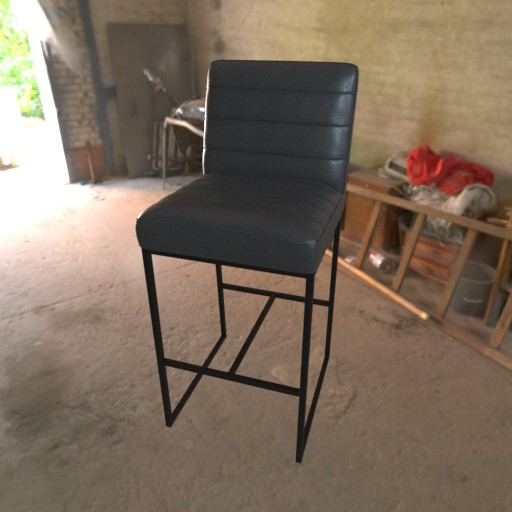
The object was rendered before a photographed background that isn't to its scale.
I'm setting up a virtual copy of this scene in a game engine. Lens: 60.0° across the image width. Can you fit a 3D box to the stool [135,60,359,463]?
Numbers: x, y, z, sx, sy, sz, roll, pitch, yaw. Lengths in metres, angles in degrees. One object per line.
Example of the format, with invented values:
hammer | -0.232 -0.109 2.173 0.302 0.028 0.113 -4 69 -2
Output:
stool | 0.000 0.000 1.318 0.457 1.040 0.552 8 28 16
